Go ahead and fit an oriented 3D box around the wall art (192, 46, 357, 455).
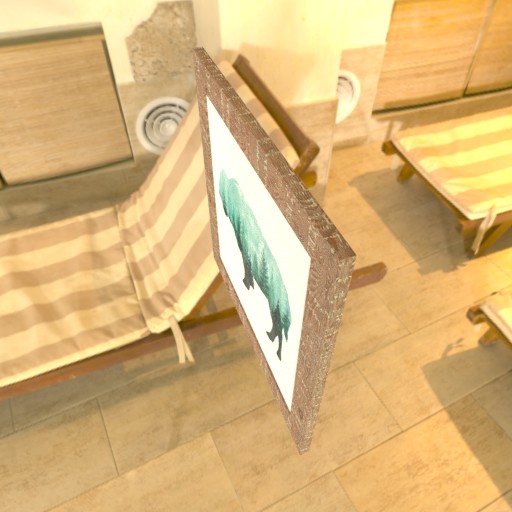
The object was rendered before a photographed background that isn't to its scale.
[{"bbox_3d":[0.000,0.000,0.568,0.022,0.380,0.380,-16,49,-14],"label":"wall art"}]
